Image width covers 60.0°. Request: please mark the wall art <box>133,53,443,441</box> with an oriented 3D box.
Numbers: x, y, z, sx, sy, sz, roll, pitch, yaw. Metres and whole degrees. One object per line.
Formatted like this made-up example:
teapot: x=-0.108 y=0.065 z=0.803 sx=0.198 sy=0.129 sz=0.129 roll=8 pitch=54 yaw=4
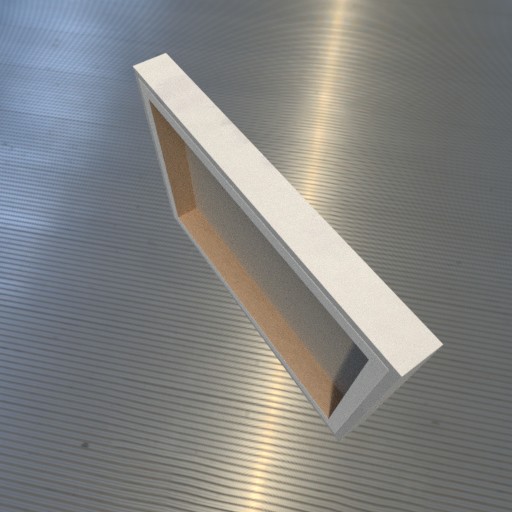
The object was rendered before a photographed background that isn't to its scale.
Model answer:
wall art: x=0.000 y=0.000 z=0.477 sx=0.038 sy=0.254 sz=0.381 roll=-31 pitch=63 yaw=-17
